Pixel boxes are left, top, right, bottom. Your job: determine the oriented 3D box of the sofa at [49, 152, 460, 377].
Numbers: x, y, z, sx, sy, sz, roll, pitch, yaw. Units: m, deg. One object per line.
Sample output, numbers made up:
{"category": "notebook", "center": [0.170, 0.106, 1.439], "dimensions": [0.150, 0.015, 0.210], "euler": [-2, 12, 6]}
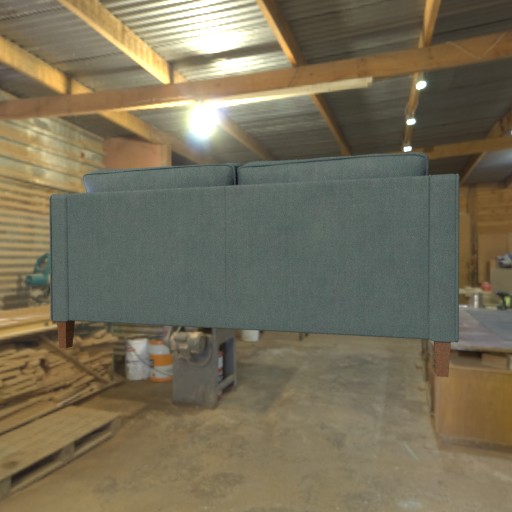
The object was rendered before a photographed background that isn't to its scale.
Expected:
{"category": "sofa", "center": [0.000, 0.000, 2.743], "dimensions": [2.178, 1.071, 1.066], "euler": [0, 0, 17]}
